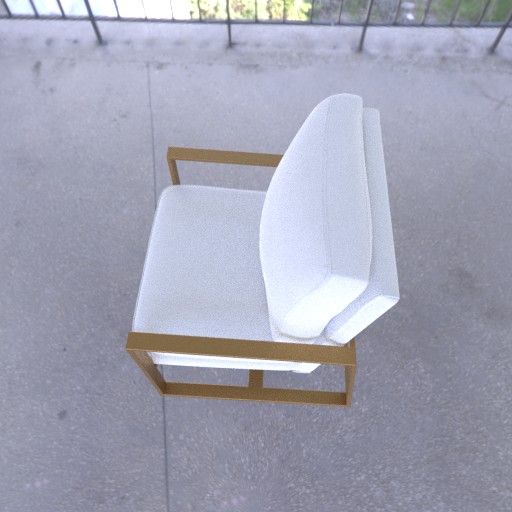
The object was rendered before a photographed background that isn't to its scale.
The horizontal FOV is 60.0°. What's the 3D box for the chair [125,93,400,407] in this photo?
[{"bbox_3d":[0.000,0.000,1.582,0.813,0.966,0.805,3,60,2],"label":"chair"}]
